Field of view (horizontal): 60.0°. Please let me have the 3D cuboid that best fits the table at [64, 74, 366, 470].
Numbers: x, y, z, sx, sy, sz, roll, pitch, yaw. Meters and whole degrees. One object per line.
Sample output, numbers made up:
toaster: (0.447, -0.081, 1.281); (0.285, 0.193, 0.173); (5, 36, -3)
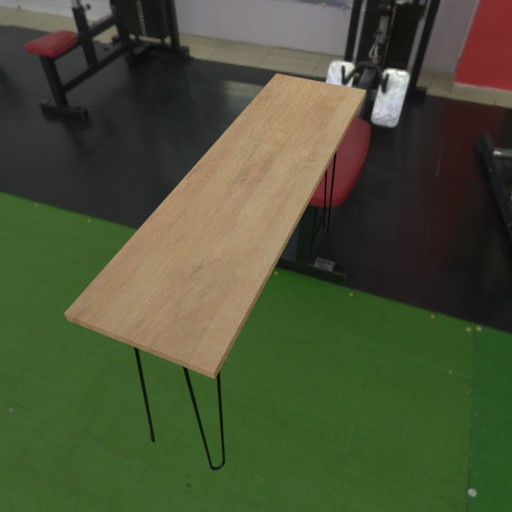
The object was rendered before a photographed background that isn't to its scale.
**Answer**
table: (0.000, 0.000, 1.731); (0.399, 0.799, 1.400); (17, 49, 16)
